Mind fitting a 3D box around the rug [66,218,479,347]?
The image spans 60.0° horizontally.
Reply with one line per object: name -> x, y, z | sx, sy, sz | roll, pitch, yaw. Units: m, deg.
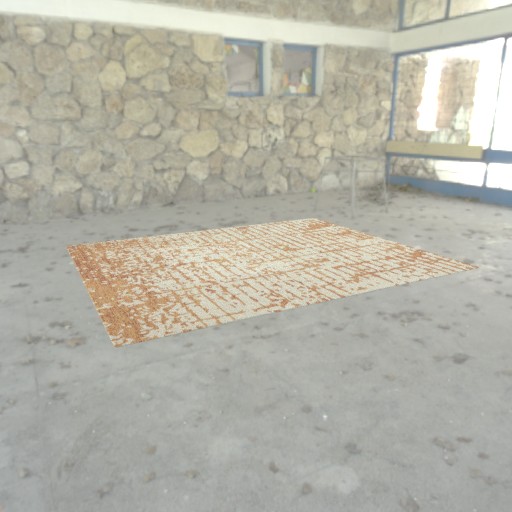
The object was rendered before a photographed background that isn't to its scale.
rug -> 0.000, 0.000, 4.140 | 3.050, 0.011, 2.441 | -8, 18, -27
